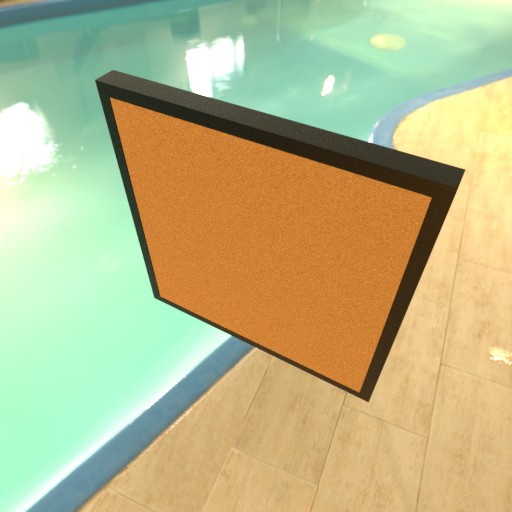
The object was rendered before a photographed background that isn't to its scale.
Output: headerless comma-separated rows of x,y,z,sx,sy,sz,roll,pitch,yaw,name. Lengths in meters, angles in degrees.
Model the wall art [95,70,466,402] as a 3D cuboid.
0.000,0.000,0.744,0.506,0.506,0.038,22,51,20,wall art
